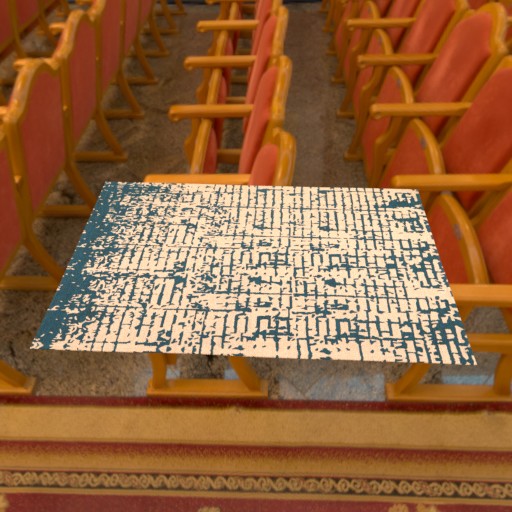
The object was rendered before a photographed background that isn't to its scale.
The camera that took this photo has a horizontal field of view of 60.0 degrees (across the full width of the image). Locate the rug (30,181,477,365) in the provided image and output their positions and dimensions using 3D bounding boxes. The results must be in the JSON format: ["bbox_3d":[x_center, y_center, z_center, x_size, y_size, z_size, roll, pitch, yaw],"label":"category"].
[{"bbox_3d":[0.000,0.000,2.933,2.435,0.011,1.517,2,46,2],"label":"rug"}]
